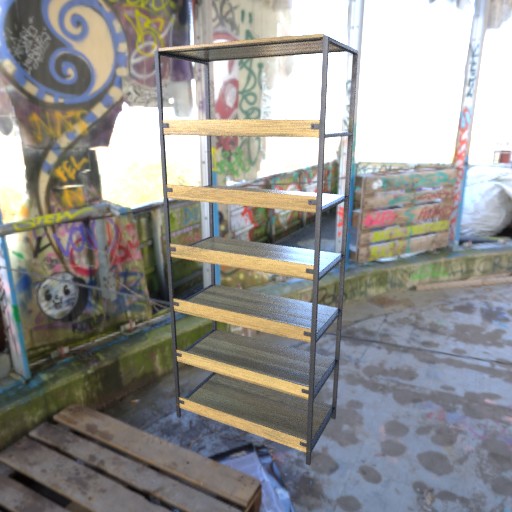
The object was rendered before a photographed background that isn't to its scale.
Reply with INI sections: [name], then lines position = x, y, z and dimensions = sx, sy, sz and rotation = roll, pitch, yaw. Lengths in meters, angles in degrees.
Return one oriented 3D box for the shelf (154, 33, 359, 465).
[shelf]
position = 0.000, 0.000, 2.349
dimensions = 0.847, 2.015, 0.431
rotation = 9, 19, 26
